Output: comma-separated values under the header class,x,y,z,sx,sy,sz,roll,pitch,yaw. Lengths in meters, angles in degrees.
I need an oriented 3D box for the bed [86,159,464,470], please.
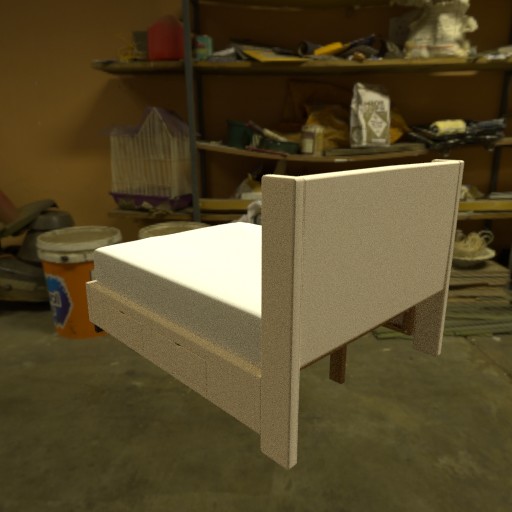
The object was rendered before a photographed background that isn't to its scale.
class,x,y,z,sx,sy,sz,roll,pitch,yaw
bed,0.000,0.000,3.418,1.765,1.471,2.280,-15,21,-42
